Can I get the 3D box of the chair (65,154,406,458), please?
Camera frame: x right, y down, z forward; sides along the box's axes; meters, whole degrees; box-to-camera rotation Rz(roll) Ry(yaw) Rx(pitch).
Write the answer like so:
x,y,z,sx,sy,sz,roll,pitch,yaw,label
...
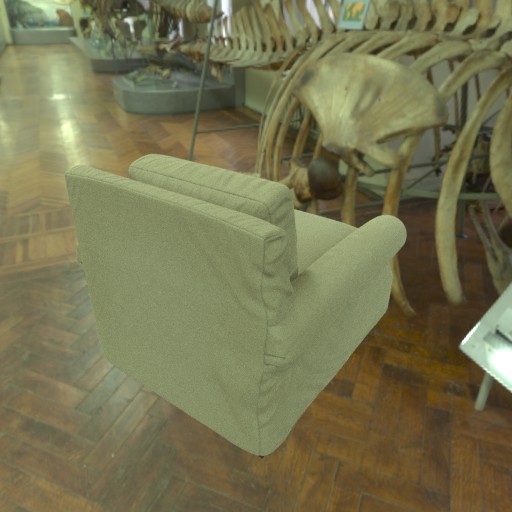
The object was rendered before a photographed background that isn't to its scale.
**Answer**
x,y,z,sx,sy,sz,roll,pitch,yaw,label
0.000,0.000,1.768,0.940,0.866,1.066,20,35,31,chair
